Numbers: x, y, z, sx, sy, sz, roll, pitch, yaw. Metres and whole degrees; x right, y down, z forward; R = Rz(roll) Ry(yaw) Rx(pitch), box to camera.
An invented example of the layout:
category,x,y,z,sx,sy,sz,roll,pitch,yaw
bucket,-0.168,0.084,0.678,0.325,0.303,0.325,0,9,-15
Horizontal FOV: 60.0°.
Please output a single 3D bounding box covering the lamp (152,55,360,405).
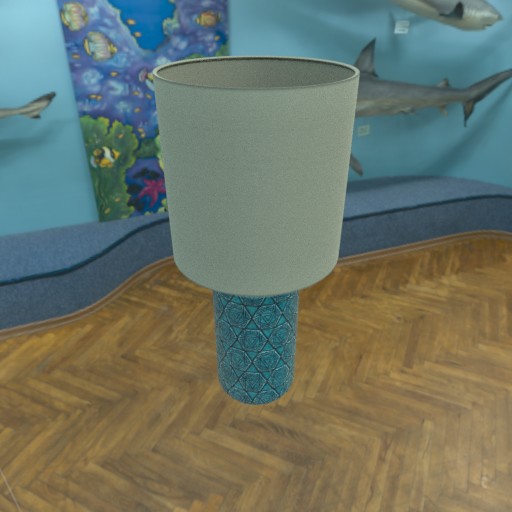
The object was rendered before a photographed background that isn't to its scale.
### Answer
category,x,y,z,sx,sy,sz,roll,pitch,yaw
lamp,0.000,0.000,0.759,0.278,0.597,0.278,-10,32,-16
